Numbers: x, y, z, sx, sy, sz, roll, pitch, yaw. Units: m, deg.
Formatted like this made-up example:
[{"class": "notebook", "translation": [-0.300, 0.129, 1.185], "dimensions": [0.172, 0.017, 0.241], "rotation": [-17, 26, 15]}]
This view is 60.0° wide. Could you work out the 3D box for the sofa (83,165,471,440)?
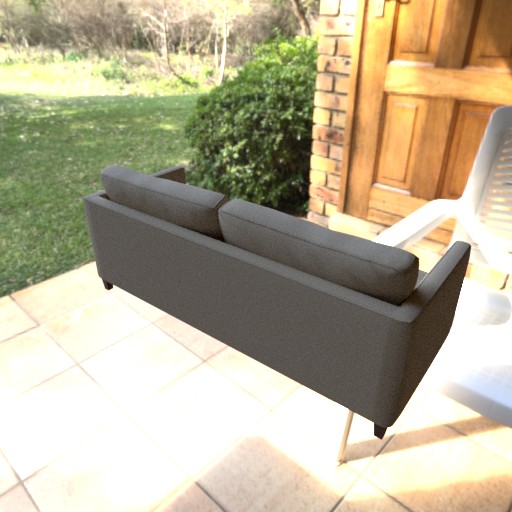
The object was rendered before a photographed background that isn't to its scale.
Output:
[{"class": "sofa", "translation": [0.000, 0.000, 2.890], "dimensions": [2.361, 0.968, 0.951], "rotation": [20, 35, 32]}]
